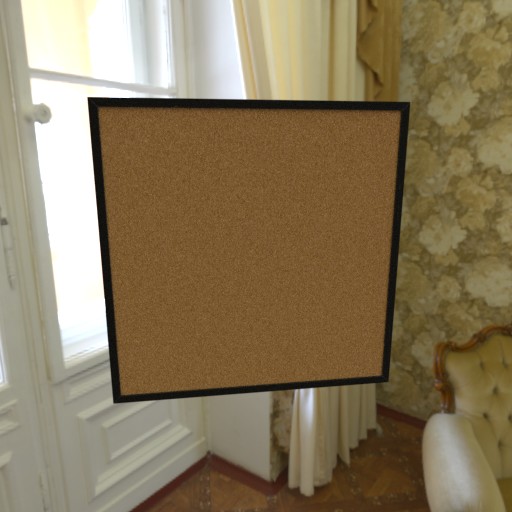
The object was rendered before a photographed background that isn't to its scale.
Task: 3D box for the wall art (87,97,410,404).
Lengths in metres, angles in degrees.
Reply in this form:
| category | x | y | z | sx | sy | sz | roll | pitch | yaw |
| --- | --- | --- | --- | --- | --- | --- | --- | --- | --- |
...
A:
| category | x | y | z | sx | sy | sz | roll | pitch | yaw |
| --- | --- | --- | --- | --- | --- | --- | --- | --- | --- |
| wall art | 0.000 | 0.000 | 1.142 | 0.761 | 0.761 | 0.037 | -2 | 14 | -8 |
